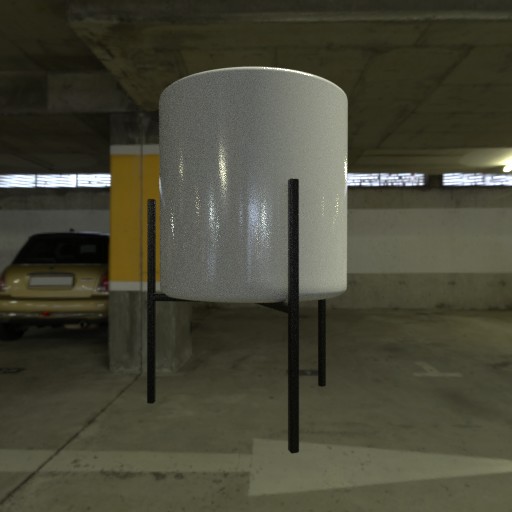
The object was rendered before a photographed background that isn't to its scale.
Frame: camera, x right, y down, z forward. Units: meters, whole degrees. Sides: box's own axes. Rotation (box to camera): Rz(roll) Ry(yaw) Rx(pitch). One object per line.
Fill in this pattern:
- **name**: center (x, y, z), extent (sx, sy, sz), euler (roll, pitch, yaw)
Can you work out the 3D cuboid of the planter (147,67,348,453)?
- **planter**: center (0.000, 0.000, 0.512), extent (0.239, 0.356, 0.239), euler (0, 0, -16)
